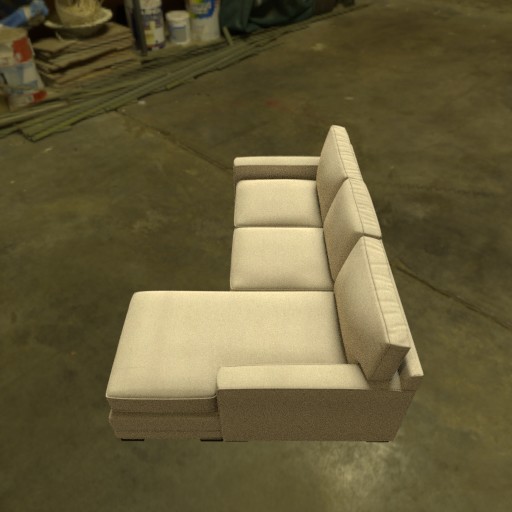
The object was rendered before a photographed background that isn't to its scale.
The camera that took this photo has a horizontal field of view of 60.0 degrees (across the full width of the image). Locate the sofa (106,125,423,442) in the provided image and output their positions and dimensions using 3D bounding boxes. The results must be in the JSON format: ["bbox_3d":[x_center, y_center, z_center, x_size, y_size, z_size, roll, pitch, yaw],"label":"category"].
[{"bbox_3d":[0.000,0.000,2.878,1.496,0.861,2.087,0,43,0],"label":"sofa"}]
